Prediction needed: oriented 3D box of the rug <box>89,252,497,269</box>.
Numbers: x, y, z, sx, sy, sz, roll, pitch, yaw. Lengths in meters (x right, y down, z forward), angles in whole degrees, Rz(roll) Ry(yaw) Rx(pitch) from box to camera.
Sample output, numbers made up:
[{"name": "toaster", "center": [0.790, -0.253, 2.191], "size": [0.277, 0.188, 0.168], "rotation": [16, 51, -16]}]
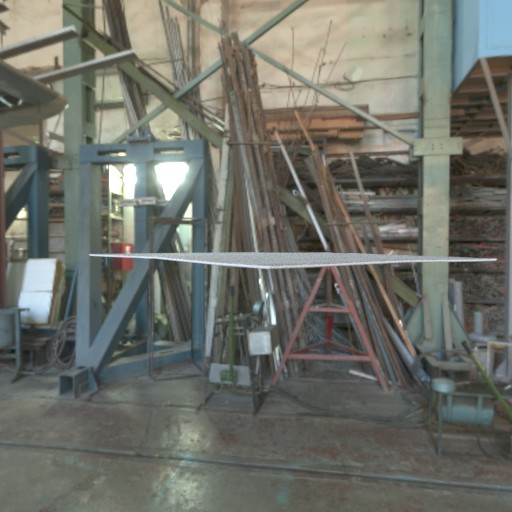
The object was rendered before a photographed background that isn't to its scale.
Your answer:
[{"name": "rug", "center": [0.000, 0.000, 2.197], "size": [1.154, 0.021, 1.792], "rotation": [-1, 2, -35]}]
